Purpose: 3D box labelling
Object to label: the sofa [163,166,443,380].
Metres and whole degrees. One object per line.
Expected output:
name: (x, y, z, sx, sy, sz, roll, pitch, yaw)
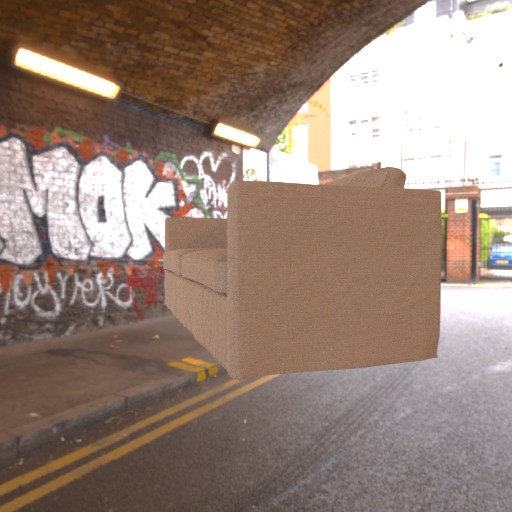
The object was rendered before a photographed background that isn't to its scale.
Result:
sofa: (0.000, 0.000, 2.804, 0.956, 0.847, 2.296, 0, 1, -18)
